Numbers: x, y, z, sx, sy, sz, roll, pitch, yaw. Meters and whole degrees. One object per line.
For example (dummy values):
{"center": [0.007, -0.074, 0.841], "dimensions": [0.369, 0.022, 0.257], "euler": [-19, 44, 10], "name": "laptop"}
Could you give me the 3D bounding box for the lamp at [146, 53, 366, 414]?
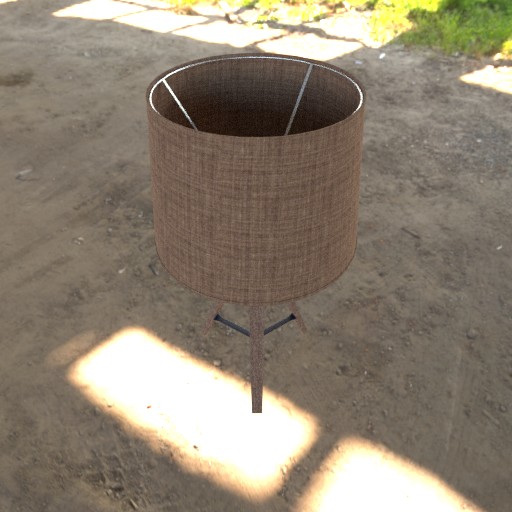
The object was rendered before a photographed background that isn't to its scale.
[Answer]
{"center": [0.000, 0.000, 0.677], "dimensions": [0.290, 0.514, 0.290], "euler": [0, 42, 0], "name": "lamp"}
